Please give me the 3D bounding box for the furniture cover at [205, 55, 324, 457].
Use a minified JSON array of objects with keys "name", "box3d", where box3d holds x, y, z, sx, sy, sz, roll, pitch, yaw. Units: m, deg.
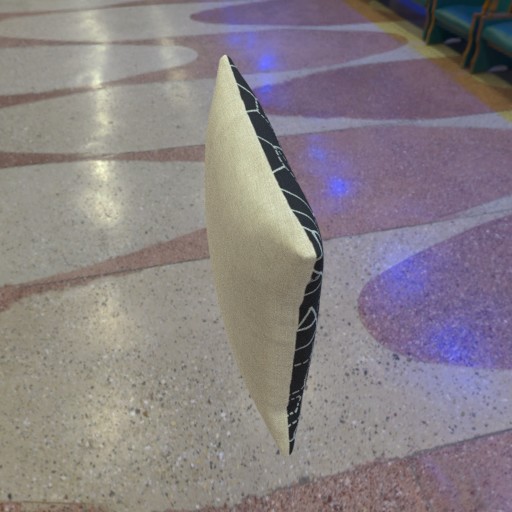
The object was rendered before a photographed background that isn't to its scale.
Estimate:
[{"name":"furniture cover","box3d":[0.000,0.000,0.782,0.158,0.508,0.517,-9,46,-9]}]
